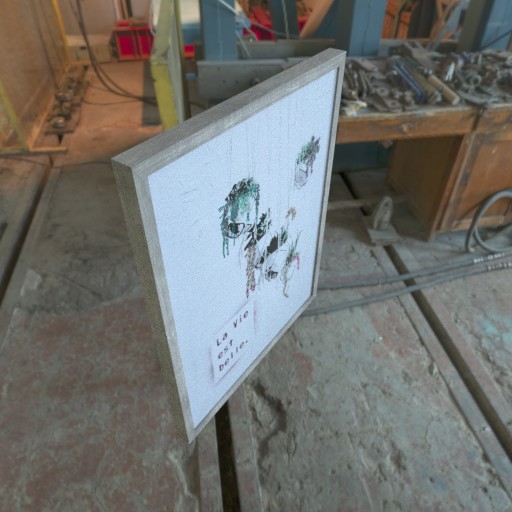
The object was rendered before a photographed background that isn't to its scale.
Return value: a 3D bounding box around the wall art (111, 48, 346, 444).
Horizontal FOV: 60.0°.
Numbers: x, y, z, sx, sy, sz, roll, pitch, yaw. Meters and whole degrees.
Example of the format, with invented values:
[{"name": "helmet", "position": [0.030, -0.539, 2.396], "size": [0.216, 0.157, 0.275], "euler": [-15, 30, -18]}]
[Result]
[{"name": "wall art", "position": [0.000, 0.000, 0.705], "size": [0.032, 0.521, 0.421], "euler": [25, 47, 26]}]
